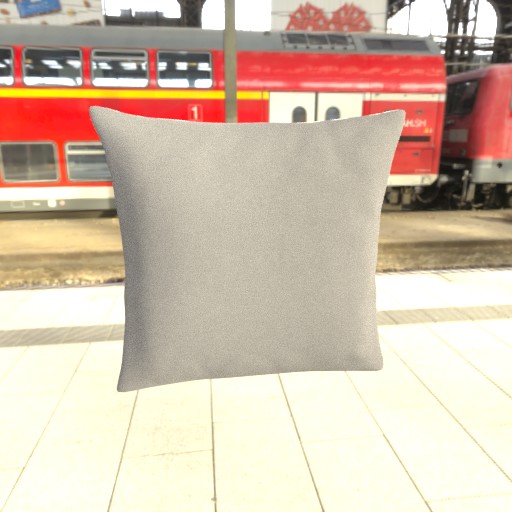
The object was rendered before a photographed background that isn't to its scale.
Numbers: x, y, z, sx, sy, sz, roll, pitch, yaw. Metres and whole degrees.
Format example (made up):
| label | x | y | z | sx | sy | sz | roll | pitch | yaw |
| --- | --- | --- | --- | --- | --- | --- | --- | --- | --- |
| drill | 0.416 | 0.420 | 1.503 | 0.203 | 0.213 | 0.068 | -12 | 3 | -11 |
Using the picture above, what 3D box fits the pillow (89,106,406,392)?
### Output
| label | x | y | z | sx | sy | sz | roll | pitch | yaw |
| --- | --- | --- | --- | --- | --- | --- | --- | --- | --- |
| pillow | 0.000 | 0.000 | 0.797 | 0.526 | 0.507 | 0.166 | -2 | 15 | -9 |
